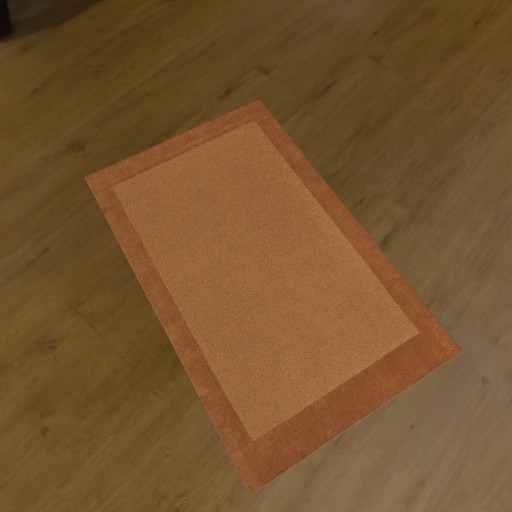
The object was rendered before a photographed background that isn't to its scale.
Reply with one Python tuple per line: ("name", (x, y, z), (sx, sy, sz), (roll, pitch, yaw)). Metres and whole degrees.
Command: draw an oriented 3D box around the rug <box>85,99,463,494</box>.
("rug", (0.000, 0.000, 3.023), (1.524, 0.014, 2.438), (-28, 67, -13))
